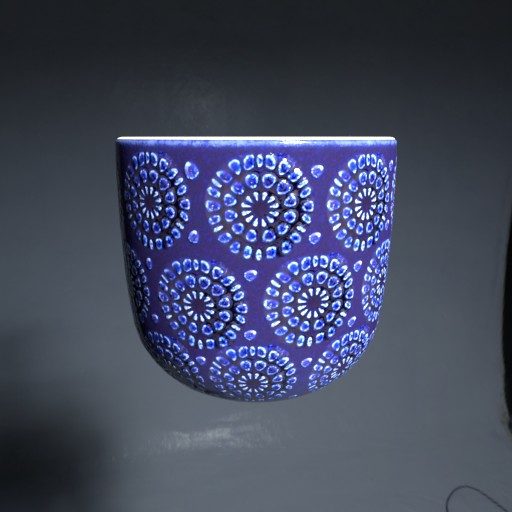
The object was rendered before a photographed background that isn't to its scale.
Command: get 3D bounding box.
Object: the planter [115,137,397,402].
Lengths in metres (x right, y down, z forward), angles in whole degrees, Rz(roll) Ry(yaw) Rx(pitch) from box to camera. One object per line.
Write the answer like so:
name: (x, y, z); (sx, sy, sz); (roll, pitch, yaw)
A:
planter: (0.000, 0.000, 0.287); (0.165, 0.149, 0.165); (0, 15, 0)
